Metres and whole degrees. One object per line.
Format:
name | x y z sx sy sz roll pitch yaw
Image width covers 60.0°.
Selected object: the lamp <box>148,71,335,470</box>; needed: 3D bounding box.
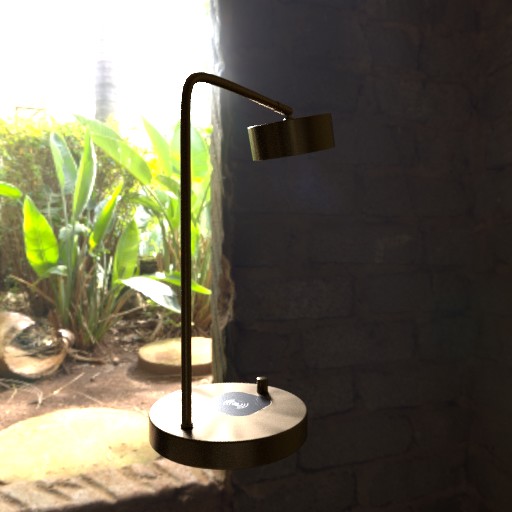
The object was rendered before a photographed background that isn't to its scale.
lamp | 0.000 0.000 0.519 0.171 0.380 0.270 1 2 36
